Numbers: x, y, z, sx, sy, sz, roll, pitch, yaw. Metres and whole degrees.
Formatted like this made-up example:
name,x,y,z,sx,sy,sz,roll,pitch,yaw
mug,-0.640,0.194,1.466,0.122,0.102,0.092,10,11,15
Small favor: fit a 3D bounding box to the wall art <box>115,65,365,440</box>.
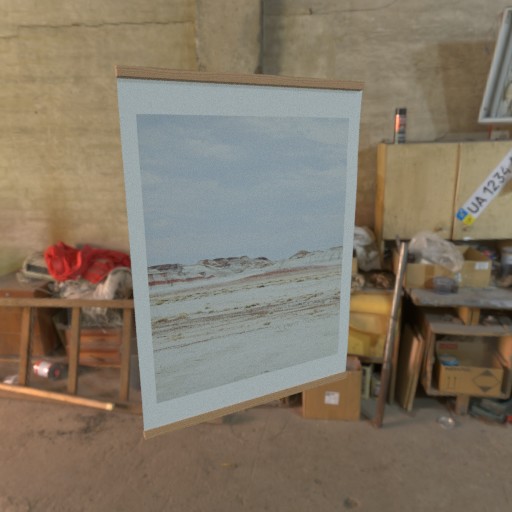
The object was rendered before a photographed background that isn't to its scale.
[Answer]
name,x,y,z,sx,sy,sz,roll,pitch,yaw
wall art,0.000,0.000,1.333,0.739,1.016,0.020,-8,17,-26
